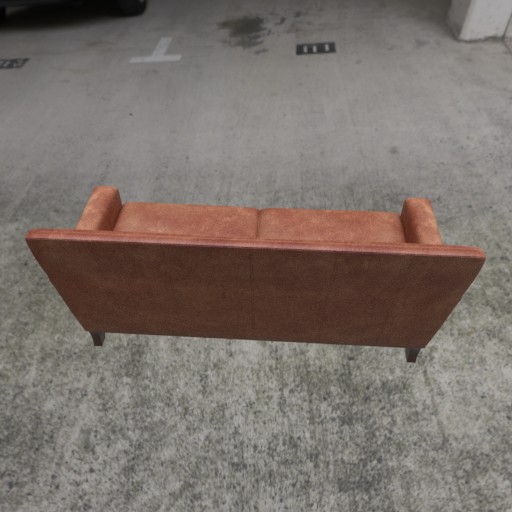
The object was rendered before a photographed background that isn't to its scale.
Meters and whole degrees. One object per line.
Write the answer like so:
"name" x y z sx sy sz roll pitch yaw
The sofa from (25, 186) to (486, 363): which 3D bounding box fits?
"sofa" 0.000 0.000 2.543 2.053 0.947 0.805 2 46 2
